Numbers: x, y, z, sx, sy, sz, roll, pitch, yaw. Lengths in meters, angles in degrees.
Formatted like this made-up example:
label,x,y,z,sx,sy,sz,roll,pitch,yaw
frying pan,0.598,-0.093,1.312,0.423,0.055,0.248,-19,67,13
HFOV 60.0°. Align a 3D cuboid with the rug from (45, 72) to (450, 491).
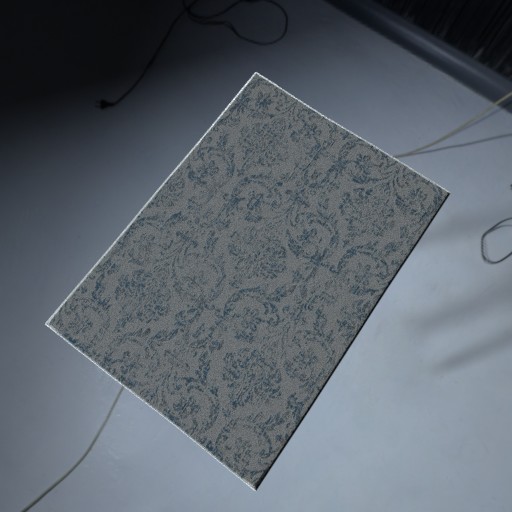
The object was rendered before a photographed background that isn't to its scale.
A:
label,x,y,z,sx,sy,sz,roll,pitch,yaw
rug,0.000,0.000,2.809,1.586,0.014,2.197,35,78,9
